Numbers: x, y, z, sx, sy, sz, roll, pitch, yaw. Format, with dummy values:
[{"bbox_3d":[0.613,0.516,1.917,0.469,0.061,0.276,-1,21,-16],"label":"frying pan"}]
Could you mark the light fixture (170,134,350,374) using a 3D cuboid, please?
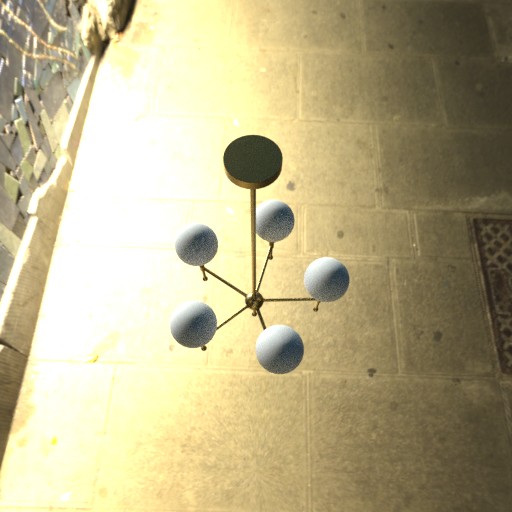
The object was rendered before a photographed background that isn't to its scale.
[{"bbox_3d":[0.000,0.000,1.803,0.815,1.331,0.785,15,65,7],"label":"light fixture"}]
